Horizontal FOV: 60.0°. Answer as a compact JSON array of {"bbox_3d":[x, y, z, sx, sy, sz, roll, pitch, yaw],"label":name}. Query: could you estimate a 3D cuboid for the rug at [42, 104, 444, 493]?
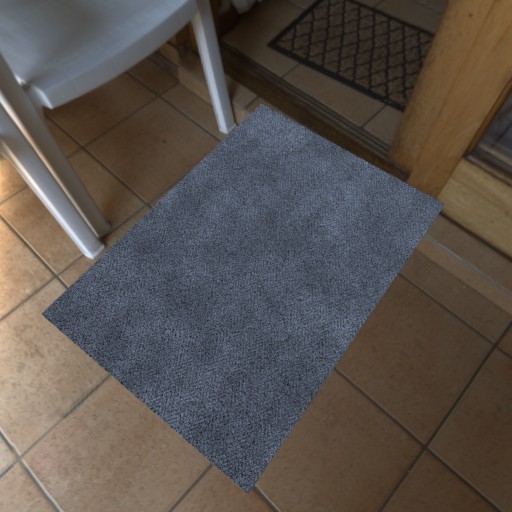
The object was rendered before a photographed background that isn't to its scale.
[{"bbox_3d":[0.000,0.000,2.898,1.600,0.008,2.235,34,67,16],"label":"rug"}]
